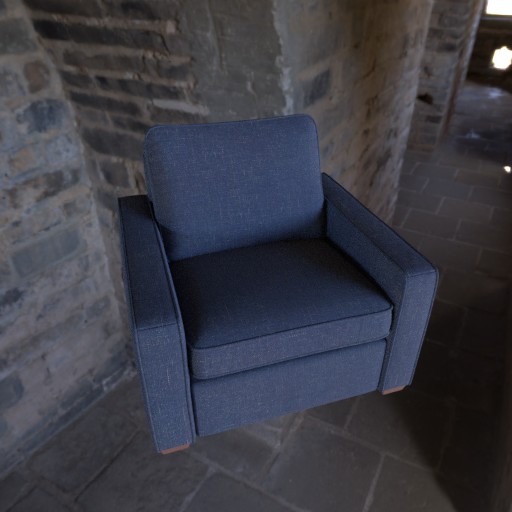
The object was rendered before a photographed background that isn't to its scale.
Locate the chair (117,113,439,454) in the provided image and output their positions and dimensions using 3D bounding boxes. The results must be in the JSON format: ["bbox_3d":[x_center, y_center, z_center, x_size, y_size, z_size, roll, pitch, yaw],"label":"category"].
[{"bbox_3d":[0.000,0.000,1.745,1.017,0.919,0.940,-10,34,-15],"label":"chair"}]
